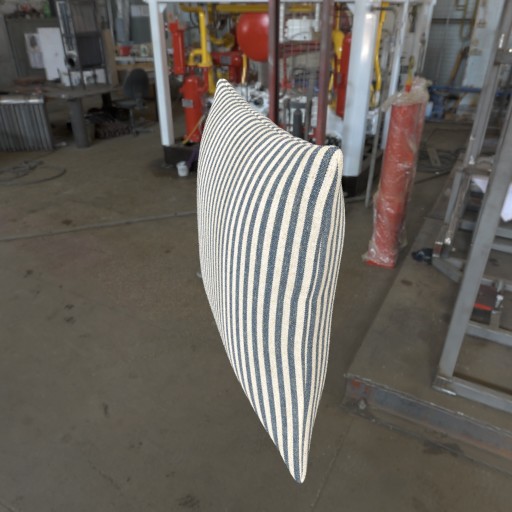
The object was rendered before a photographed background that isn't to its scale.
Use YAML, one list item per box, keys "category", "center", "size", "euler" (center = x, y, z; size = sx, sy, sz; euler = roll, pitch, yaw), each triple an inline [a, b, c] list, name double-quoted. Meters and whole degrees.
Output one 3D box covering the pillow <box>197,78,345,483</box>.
- category: "pillow"
  center: [0.000, 0.000, 0.761]
  size: [0.166, 0.510, 0.523]
  euler: [-8, 30, -14]
